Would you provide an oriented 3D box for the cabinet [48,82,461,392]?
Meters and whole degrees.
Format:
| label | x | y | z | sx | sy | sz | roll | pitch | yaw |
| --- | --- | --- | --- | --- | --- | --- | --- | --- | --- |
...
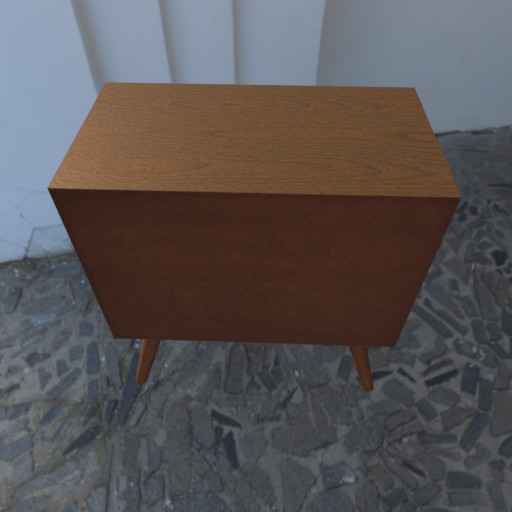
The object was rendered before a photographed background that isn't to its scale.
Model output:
| label | x | y | z | sx | sy | sz | roll | pitch | yaw |
| --- | --- | --- | --- | --- | --- | --- | --- | --- | --- |
| cabinet | 0.000 | 0.000 | 1.164 | 0.712 | 0.748 | 0.388 | 1 | 48 | 1 |
